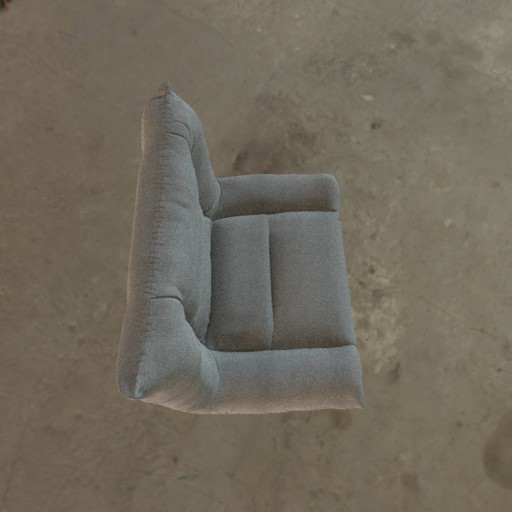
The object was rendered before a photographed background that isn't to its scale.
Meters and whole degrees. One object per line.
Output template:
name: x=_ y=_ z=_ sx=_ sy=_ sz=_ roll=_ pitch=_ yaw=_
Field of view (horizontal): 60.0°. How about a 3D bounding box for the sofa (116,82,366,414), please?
sofa: x=0.000 y=0.000 z=1.718 sx=0.847 sy=0.795 sz=1.144 roll=-2 pitch=65 yaw=-1
